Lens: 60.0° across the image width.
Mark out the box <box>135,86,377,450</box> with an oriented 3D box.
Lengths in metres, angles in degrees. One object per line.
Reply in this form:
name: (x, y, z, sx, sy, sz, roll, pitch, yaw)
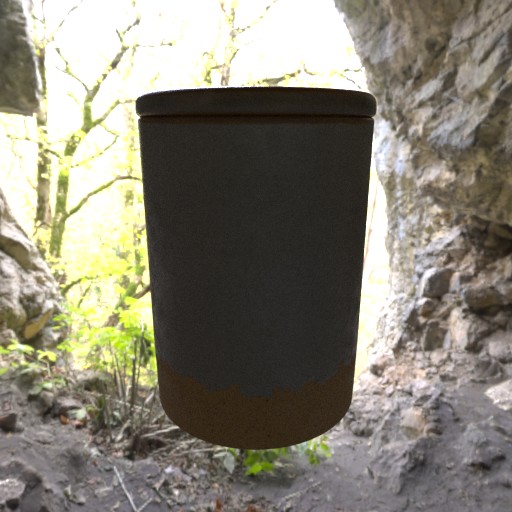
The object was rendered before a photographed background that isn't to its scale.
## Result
box: (0.000, 0.000, 0.245, 0.118, 0.168, 0.118, 0, 16, 0)
